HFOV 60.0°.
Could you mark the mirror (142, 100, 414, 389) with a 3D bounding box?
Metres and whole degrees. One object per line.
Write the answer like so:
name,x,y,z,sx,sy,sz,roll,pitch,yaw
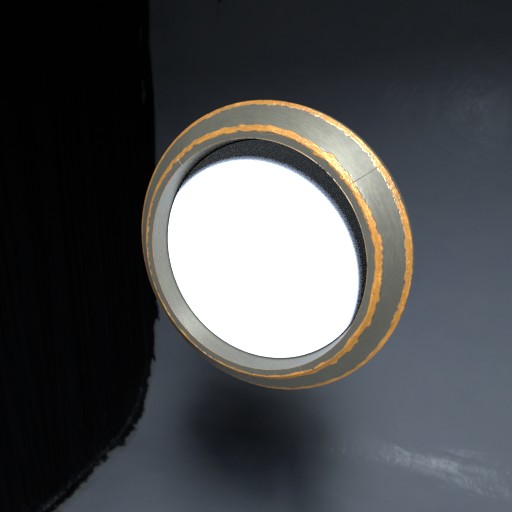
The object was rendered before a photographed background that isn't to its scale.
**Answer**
mirror,0.000,0.000,1.358,0.907,0.907,0.111,7,16,25
